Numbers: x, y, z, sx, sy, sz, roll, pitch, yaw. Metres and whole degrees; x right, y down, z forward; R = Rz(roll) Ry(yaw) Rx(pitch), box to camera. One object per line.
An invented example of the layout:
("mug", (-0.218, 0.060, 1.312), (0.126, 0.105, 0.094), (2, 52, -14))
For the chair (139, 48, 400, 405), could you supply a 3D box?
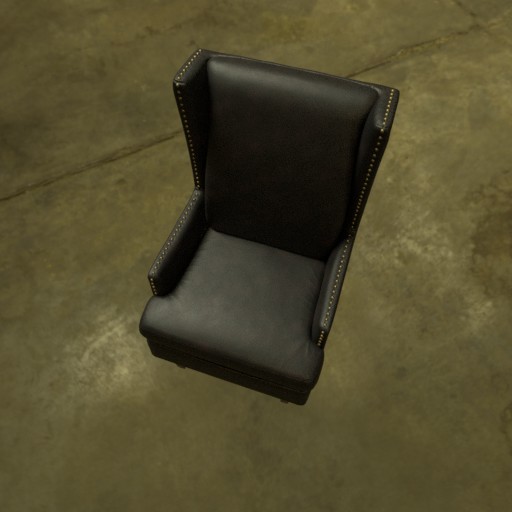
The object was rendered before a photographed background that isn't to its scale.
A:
("chair", (0.000, 0.000, 1.692), (0.703, 1.142, 0.799), (16, 60, 10))
